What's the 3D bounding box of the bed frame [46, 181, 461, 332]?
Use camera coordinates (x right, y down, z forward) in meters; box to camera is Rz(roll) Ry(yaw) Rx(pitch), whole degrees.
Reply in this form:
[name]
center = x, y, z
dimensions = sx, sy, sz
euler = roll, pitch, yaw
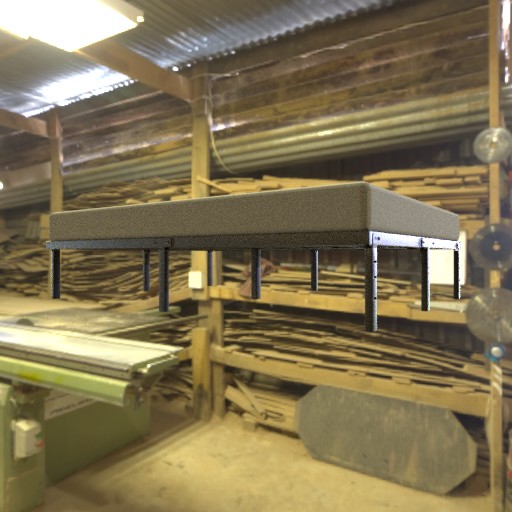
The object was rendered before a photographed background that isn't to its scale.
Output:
[bed frame]
center = 0.000, 0.000, 3.507
dimensions = 2.635, 0.680, 1.990
euler = 0, 0, 36
